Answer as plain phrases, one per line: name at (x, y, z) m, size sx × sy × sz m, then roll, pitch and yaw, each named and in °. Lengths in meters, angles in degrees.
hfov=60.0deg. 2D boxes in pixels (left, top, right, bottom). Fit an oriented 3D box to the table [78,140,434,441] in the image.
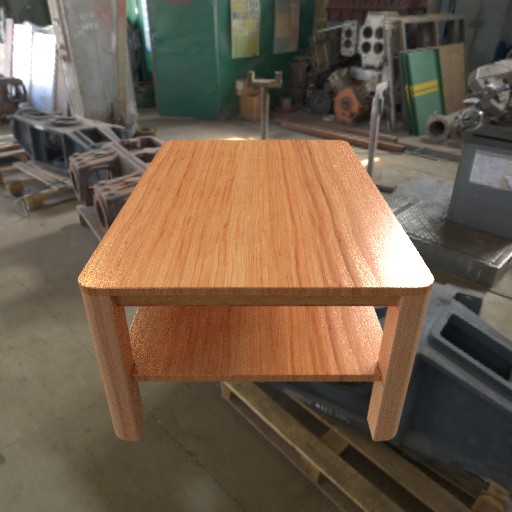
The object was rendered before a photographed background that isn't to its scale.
table at (0.000, 0.000, 1.376) m, size 0.696 × 0.445 × 0.997 m, roll 0°, pitch 30°, yaw 0°
